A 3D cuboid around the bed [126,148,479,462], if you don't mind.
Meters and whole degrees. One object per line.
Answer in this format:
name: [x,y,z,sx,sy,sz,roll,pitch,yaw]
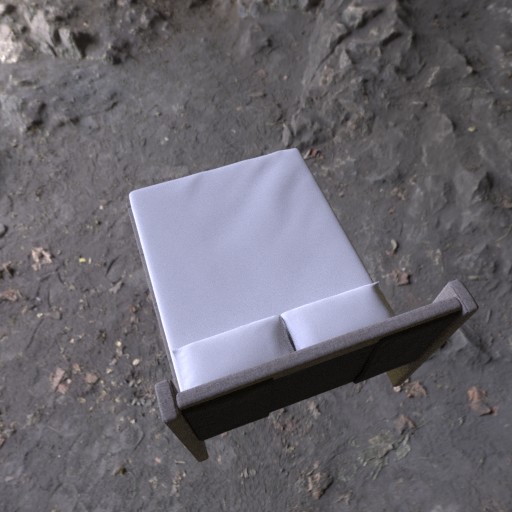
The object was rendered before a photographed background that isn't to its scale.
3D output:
bed: [0.000,0.000,3.350,1.714,1.476,2.245,-17,60,-10]
